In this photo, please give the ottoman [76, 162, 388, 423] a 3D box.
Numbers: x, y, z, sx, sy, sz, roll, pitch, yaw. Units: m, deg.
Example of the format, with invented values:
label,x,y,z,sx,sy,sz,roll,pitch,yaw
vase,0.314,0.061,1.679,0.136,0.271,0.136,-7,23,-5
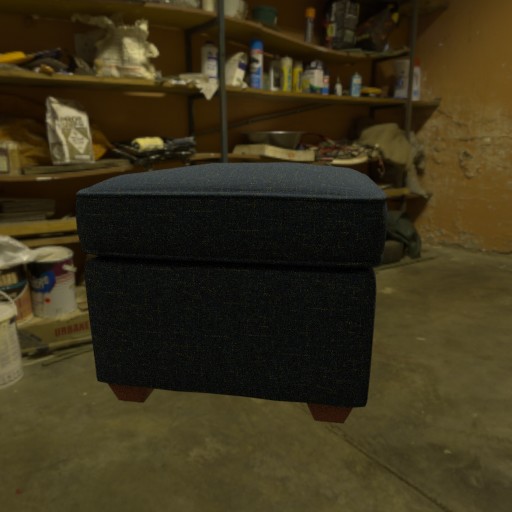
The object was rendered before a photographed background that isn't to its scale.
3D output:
label,x,y,z,sx,sy,sz,roll,pitch,yaw
ottoman,0.000,0.000,1.096,0.549,0.450,0.749,2,14,10
